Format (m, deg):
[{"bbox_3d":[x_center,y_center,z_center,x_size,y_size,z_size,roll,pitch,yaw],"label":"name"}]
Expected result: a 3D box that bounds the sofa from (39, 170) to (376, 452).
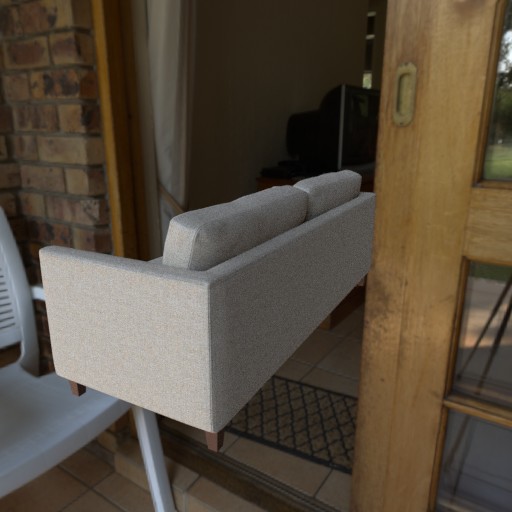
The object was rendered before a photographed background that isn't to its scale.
[{"bbox_3d":[0.000,0.000,2.841,0.951,0.965,2.434,9,18,27],"label":"sofa"}]
